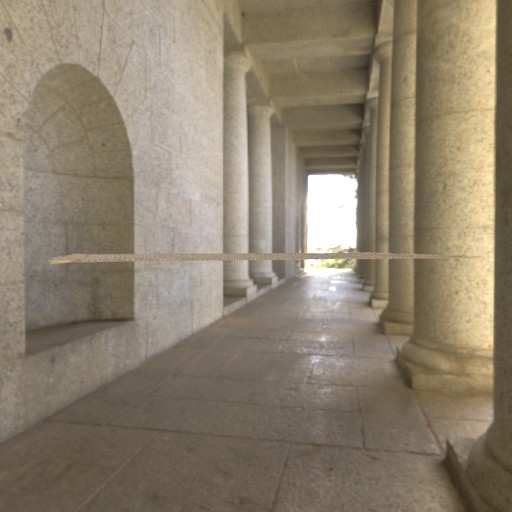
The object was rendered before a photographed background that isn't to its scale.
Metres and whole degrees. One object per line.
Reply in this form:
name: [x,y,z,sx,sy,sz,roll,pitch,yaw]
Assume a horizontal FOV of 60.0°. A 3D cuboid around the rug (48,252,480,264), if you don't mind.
rug: [0.000,0.000,3.136,2.523,0.034,1.528,0,1,-18]
